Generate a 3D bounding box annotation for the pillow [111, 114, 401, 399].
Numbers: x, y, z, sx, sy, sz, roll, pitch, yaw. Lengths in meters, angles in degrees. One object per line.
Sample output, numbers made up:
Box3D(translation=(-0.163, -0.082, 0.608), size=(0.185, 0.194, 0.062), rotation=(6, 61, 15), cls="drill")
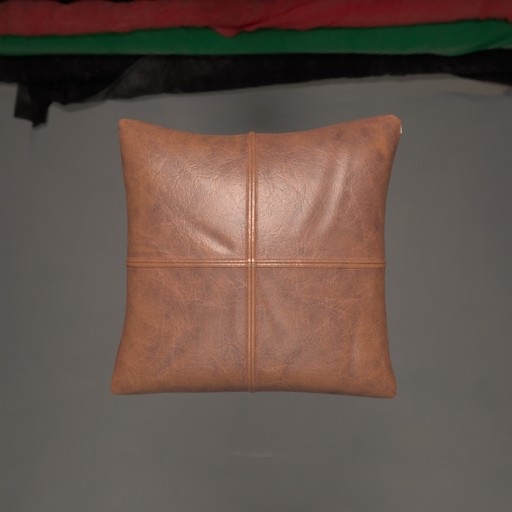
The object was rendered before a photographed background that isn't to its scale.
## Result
Box3D(translation=(0.000, 0.000, 0.729), size=(0.484, 0.470, 0.192), rotation=(0, -1, 1), cls="pillow")
